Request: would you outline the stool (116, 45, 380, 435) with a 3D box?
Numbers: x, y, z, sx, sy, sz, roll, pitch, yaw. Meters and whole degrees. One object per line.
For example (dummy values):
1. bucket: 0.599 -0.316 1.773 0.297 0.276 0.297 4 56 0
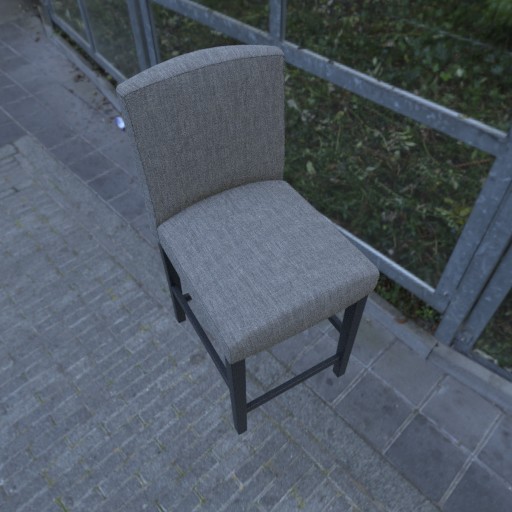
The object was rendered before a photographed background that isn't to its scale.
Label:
1. stool: 0.000 0.000 1.263 0.451 0.966 0.552 -23 52 -20
